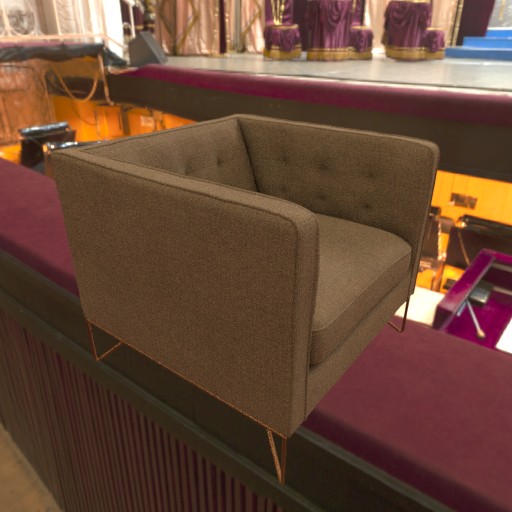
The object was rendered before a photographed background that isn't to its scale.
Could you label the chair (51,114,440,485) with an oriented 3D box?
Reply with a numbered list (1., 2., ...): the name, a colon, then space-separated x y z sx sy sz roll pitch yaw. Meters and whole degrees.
1. chair: 0.000 0.000 1.583 0.912 0.799 0.920 19 32 33
